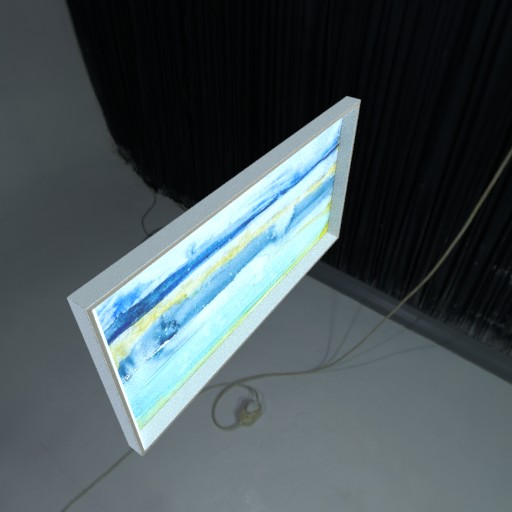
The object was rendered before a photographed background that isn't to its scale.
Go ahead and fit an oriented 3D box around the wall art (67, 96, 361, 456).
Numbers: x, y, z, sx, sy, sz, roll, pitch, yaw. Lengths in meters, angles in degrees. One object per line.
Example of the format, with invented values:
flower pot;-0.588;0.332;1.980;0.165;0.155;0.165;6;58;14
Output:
wall art;0.000;0.000;0.969;0.038;0.431;0.812;26;48;26
